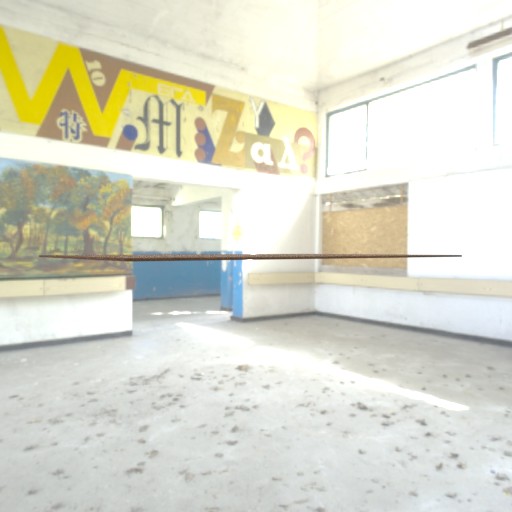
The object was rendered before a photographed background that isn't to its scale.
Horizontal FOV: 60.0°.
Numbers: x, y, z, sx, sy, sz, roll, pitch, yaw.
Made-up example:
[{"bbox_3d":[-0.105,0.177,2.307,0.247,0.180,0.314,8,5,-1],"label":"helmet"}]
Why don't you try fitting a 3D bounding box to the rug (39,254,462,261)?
[{"bbox_3d":[0.000,0.000,2.291,1.829,0.010,1.219,0,1,-37],"label":"rug"}]
